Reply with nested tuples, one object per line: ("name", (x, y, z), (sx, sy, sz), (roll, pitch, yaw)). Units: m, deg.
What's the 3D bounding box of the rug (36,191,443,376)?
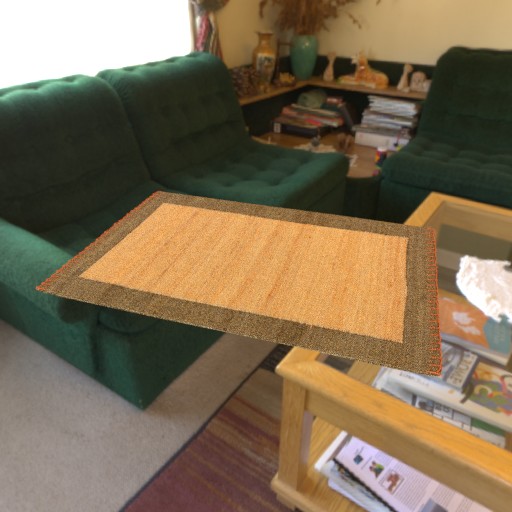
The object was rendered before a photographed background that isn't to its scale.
("rug", (0.000, 0.000, 2.356), (1.838, 0.019, 1.220), (9, 33, 15))
